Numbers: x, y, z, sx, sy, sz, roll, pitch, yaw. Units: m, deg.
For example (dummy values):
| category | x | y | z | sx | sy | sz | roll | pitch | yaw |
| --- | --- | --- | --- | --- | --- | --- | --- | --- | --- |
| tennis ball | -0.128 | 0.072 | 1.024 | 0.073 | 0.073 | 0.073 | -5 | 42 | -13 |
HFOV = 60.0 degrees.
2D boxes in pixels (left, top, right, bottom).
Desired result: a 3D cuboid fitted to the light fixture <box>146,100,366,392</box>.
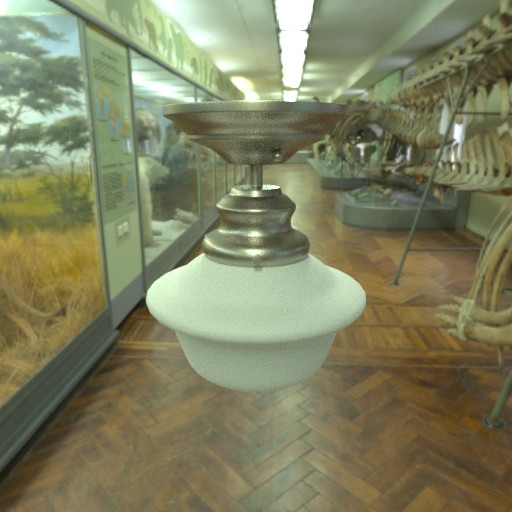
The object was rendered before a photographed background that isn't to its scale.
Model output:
| category | x | y | z | sx | sy | sz | roll | pitch | yaw |
| --- | --- | --- | --- | --- | --- | --- | --- | --- | --- |
| light fixture | 0.000 | 0.000 | 0.399 | 0.199 | 0.254 | 0.199 | 0 | 15 | 0 |
